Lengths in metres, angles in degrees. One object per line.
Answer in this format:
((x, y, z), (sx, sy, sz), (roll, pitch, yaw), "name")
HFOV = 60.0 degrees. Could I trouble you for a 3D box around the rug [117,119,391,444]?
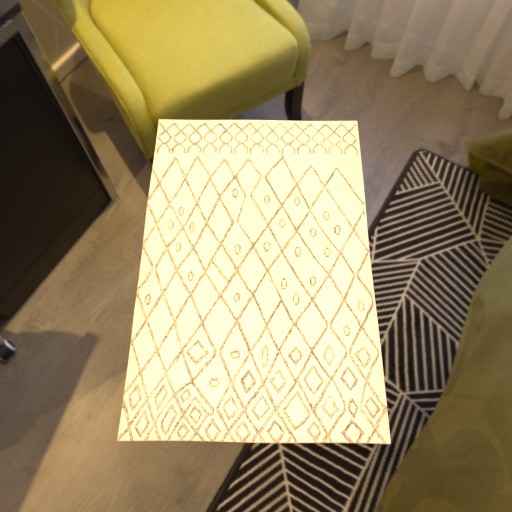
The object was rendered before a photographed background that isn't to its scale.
((0.000, 0.000, 2.350), (1.222, 0.015, 1.828), (1, 66, 0), "rug")
